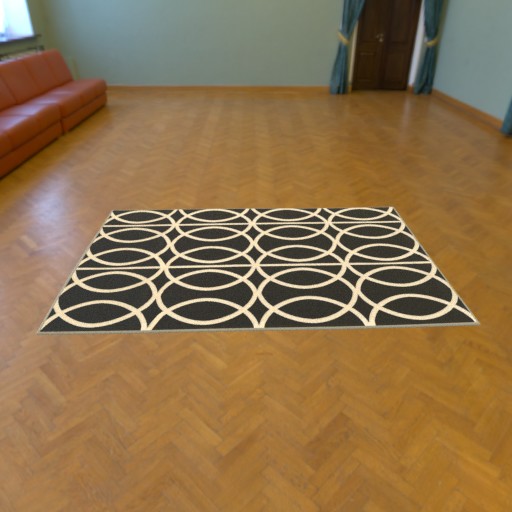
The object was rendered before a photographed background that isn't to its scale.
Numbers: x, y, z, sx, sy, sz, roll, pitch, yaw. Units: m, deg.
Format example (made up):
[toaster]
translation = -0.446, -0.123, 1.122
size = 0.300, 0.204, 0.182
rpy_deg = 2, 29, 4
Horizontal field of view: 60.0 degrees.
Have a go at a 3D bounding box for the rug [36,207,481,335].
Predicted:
[rug]
translation = 0.000, 0.000, 2.924
size = 2.294, 0.014, 1.528
rpy_deg = -1, 30, -2
